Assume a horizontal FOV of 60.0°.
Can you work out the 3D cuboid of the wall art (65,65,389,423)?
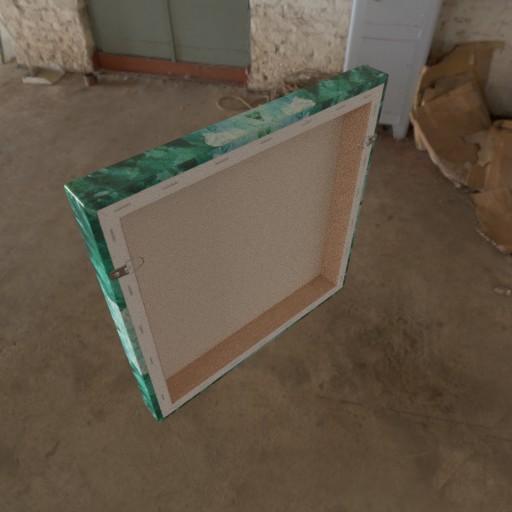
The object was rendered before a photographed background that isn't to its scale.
[{"bbox_3d":[0.000,0.000,0.471,0.313,0.313,0.033,-31,53,-27],"label":"wall art"}]
